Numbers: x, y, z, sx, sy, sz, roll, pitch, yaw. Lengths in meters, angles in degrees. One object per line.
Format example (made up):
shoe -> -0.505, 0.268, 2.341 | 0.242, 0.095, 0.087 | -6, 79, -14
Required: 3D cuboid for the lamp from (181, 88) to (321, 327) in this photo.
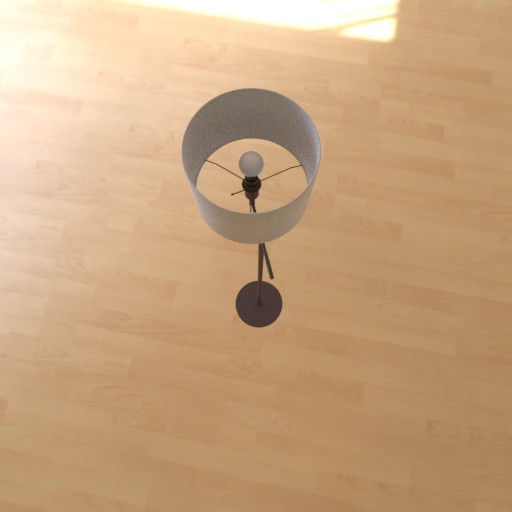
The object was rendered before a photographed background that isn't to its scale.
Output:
lamp -> 0.000, 0.000, 1.782 | 0.324, 1.600, 0.416 | -14, 76, -4
